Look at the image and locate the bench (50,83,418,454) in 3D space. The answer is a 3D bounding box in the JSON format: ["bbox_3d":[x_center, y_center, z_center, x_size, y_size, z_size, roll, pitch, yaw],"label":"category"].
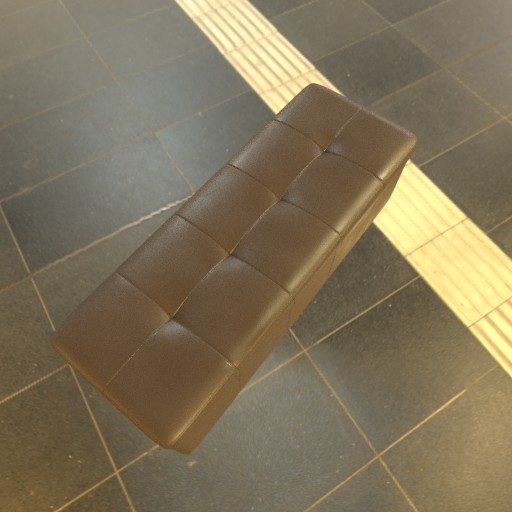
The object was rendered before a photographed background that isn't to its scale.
[{"bbox_3d":[0.000,0.000,1.465,0.450,0.417,1.219,35,67,17],"label":"bench"}]
